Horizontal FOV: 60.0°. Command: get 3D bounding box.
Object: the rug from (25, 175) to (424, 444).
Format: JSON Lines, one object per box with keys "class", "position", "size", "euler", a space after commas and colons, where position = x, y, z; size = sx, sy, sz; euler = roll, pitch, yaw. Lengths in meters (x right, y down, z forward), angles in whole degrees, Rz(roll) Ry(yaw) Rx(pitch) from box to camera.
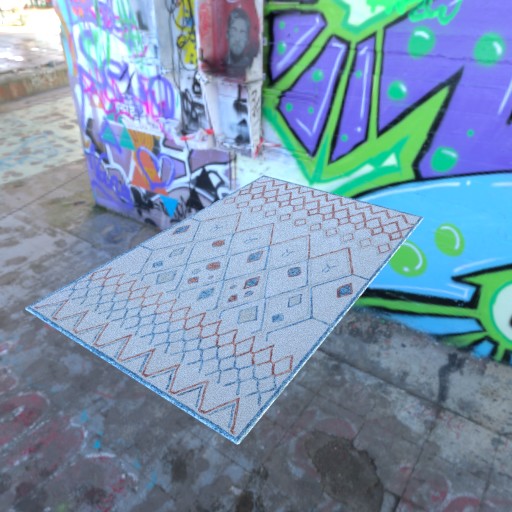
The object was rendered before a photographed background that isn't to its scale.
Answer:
{"class": "rug", "position": [0.000, 0.000, 3.012], "size": [1.524, 0.015, 2.438], "euler": [20, 38, 29]}
